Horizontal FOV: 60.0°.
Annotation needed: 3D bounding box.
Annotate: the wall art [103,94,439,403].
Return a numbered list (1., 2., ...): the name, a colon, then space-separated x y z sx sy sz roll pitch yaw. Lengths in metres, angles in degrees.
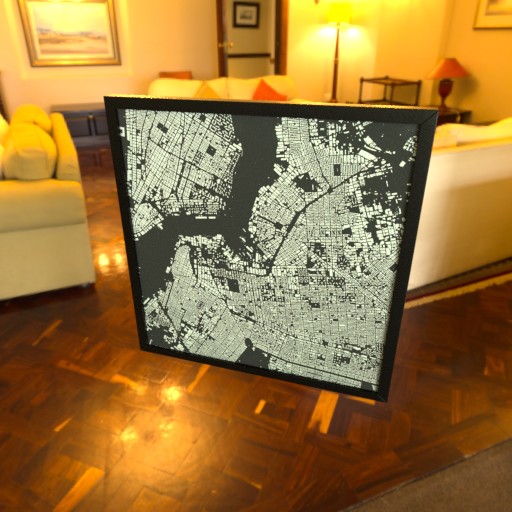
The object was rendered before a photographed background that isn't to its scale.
1. wall art: 0.000 0.000 1.145 0.755 0.761 0.038 8 28 15
